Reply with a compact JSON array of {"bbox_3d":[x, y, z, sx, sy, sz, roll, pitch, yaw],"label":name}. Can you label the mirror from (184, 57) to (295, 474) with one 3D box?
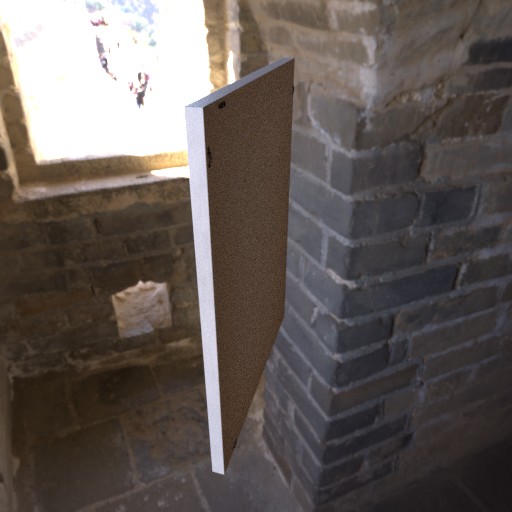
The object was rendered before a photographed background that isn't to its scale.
[{"bbox_3d":[0.000,0.000,1.332,0.041,1.016,0.762,8,31,14],"label":"mirror"}]
